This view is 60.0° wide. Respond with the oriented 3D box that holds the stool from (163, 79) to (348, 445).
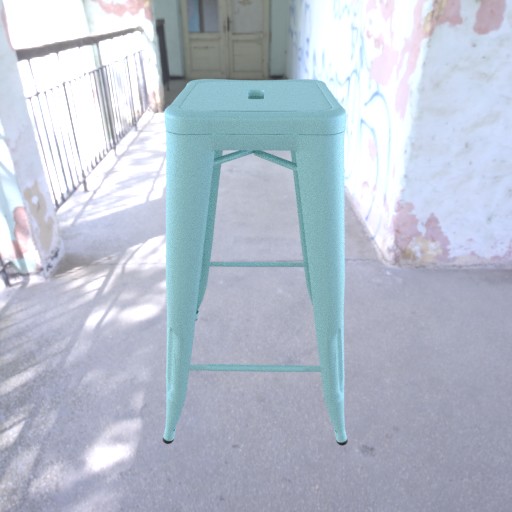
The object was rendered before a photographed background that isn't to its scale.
[{"bbox_3d":[0.000,0.000,0.866,0.359,0.609,0.399,0,30,0],"label":"stool"}]
